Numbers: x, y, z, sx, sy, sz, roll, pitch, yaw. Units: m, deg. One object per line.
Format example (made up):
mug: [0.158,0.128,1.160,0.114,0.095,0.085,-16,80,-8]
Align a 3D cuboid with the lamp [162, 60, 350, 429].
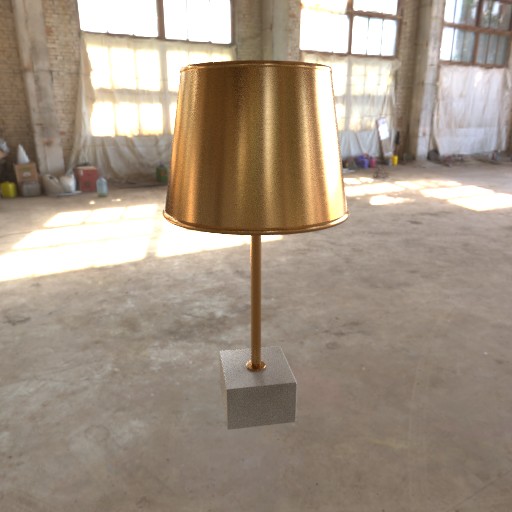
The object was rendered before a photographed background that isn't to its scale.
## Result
lamp: [0.000,0.000,0.520,0.208,0.406,0.208,0,18,0]
